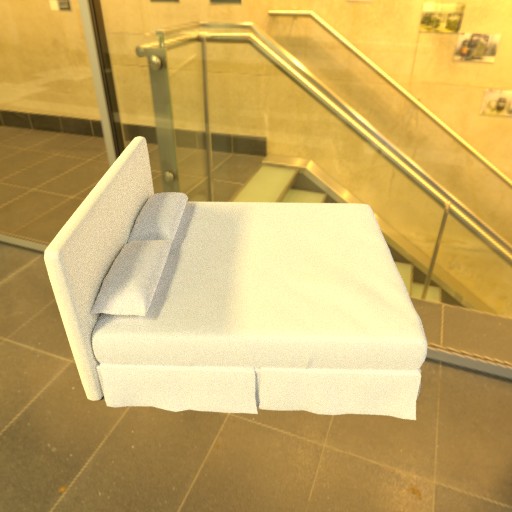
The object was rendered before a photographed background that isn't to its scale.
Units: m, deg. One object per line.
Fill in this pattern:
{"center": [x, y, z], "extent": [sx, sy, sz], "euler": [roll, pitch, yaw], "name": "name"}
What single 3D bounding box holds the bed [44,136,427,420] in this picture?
{"center": [0.000, 0.000, 3.593], "extent": [2.341, 1.317, 2.119], "euler": [1, 33, 1], "name": "bed"}
